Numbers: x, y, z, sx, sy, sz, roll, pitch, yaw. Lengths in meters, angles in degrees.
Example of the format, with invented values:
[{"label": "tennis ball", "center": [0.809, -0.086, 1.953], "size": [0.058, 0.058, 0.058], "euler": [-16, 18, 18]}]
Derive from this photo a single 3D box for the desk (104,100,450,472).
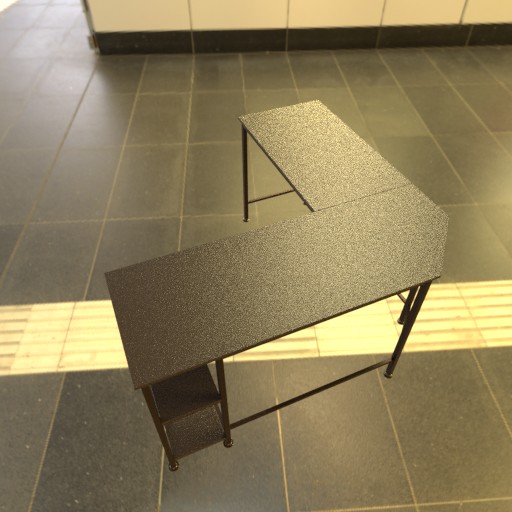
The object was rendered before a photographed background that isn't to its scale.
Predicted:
[{"label": "desk", "center": [0.000, 0.000, 2.204], "size": [1.379, 0.739, 1.379], "euler": [-17, 48, -16]}]
